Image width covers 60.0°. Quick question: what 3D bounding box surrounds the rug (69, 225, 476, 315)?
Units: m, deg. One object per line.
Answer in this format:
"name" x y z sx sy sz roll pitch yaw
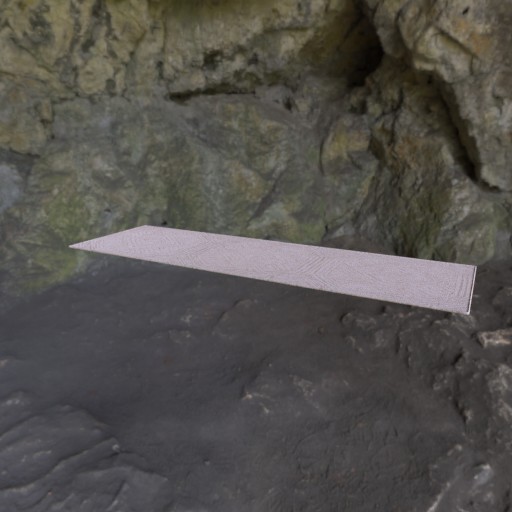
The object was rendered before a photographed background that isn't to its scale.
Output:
"rug" 0.000 0.000 2.764 2.452 0.012 0.775 8 18 27
